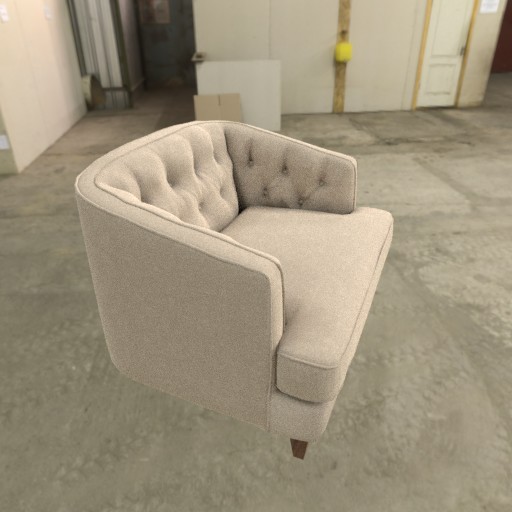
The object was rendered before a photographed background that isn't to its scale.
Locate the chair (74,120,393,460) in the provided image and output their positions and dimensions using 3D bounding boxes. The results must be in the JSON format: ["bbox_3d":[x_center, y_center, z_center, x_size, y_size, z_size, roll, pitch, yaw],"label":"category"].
[{"bbox_3d":[0.000,0.000,1.740,0.941,0.852,1.104,12,32,20],"label":"chair"}]
